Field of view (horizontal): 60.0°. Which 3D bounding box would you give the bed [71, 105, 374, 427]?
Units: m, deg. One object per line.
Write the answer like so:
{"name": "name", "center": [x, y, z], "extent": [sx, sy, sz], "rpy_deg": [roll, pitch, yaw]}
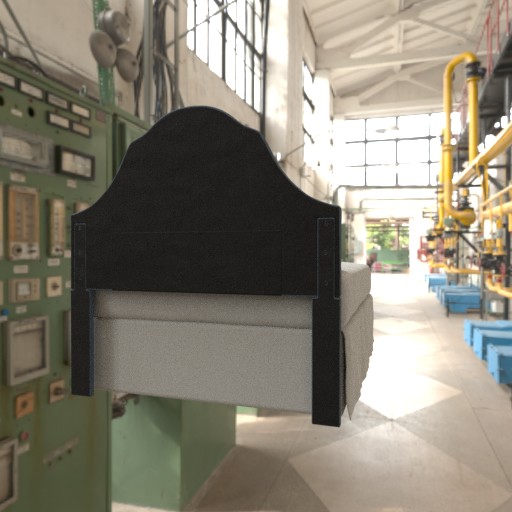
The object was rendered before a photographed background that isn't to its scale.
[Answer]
{"name": "bed", "center": [0.000, 0.000, 3.312], "extent": [1.636, 1.575, 2.155], "rpy_deg": [0, 1, 18]}
